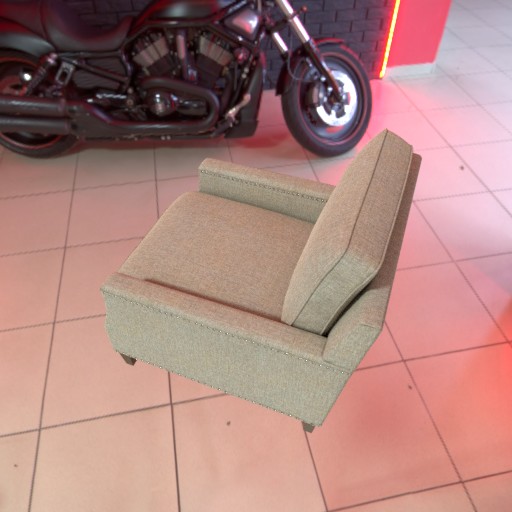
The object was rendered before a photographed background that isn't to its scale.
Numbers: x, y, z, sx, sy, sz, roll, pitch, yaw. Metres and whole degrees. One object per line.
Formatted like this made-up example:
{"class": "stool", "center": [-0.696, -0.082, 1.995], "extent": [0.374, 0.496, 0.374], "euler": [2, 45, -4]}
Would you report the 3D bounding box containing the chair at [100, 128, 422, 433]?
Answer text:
{"class": "chair", "center": [0.000, 0.000, 1.755], "extent": [1.014, 0.943, 0.853], "euler": [16, 48, 15]}
